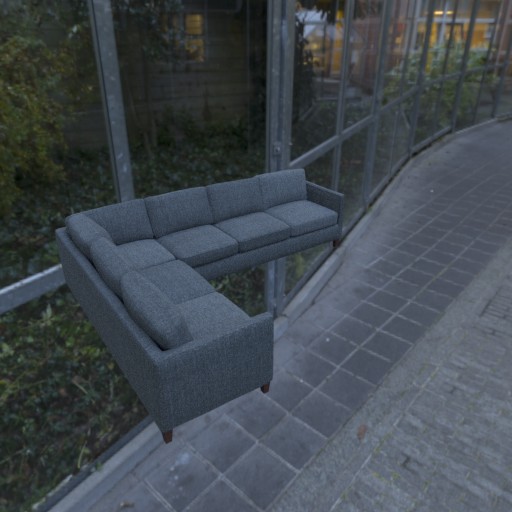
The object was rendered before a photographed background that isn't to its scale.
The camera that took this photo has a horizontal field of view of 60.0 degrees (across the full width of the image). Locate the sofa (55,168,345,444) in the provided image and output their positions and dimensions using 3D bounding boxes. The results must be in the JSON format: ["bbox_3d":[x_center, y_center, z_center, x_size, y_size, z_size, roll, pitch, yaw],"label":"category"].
[{"bbox_3d":[0.000,0.000,4.552,3.302,0.947,2.593,-17,31,-31],"label":"sofa"}]
